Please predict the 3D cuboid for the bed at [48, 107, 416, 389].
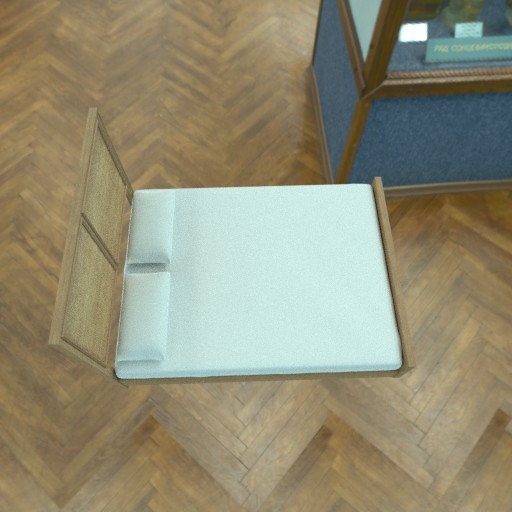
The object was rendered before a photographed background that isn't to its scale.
[{"bbox_3d":[0.000,0.000,3.259,2.184,1.387,1.606,-2,64,-1],"label":"bed"}]
